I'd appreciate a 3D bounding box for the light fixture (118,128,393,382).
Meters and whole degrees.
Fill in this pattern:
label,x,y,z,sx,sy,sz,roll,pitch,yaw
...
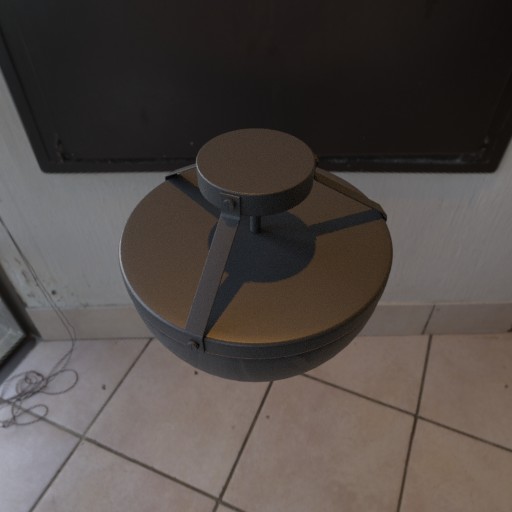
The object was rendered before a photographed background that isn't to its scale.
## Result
label,x,y,z,sx,sy,sz,roll,pitch,yaw
light fixture,0.000,0.000,0.526,0.304,0.269,0.304,0,45,0
